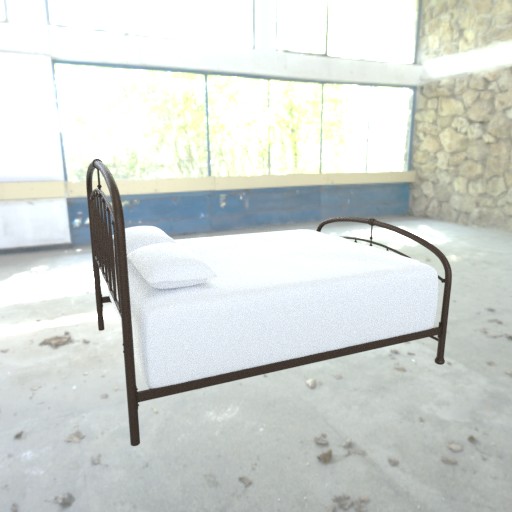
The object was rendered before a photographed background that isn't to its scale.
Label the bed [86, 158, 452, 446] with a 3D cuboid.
[{"bbox_3d":[0.000,0.000,3.282,2.180,1.425,1.711,-6,15,-24],"label":"bed"}]
